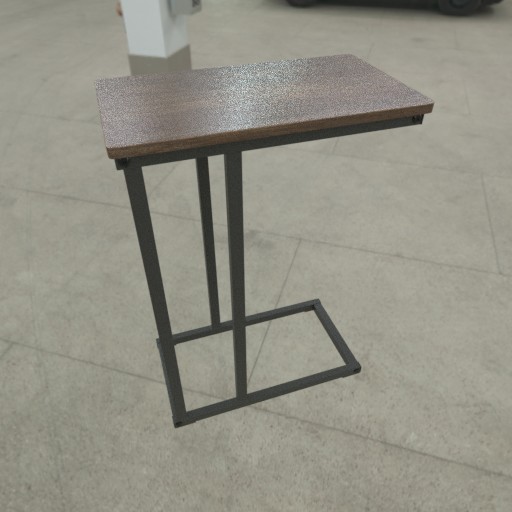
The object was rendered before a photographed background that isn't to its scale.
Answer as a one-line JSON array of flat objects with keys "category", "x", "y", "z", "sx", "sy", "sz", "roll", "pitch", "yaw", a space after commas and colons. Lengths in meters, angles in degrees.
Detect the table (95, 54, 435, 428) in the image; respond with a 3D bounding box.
[{"category": "table", "x": 0.000, "y": 0.000, "z": 0.860, "sx": 0.450, "sy": 0.637, "sz": 0.254, "roll": -12, "pitch": 41, "yaw": -14}]
